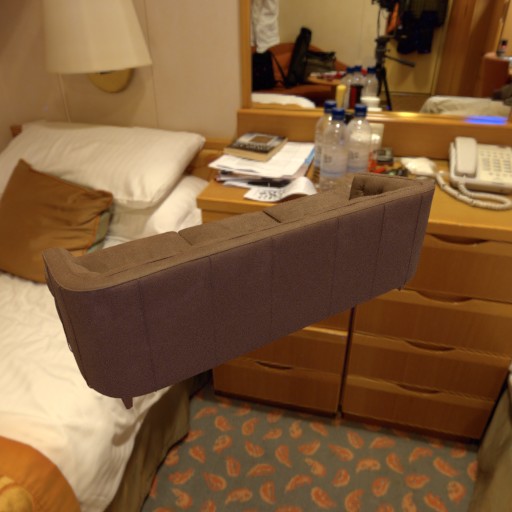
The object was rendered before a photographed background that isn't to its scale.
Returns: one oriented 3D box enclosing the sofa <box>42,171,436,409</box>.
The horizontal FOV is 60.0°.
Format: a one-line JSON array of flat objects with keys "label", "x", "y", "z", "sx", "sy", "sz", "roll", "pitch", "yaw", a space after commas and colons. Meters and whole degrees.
[{"label": "sofa", "x": 0.000, "y": 0.000, "z": 2.647, "sx": 2.227, "sy": 0.787, "sz": 0.927, "roll": -18, "pitch": 34, "yaw": -27}]
